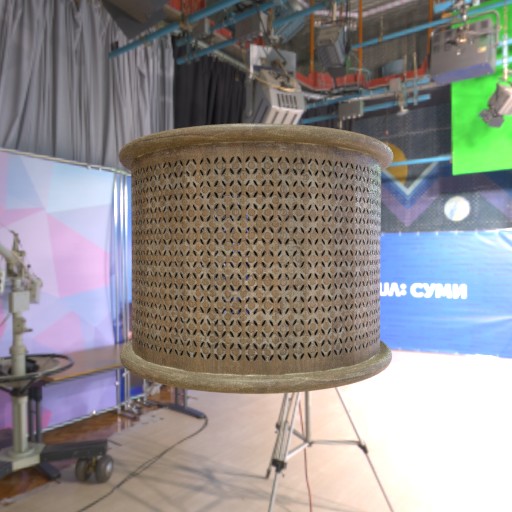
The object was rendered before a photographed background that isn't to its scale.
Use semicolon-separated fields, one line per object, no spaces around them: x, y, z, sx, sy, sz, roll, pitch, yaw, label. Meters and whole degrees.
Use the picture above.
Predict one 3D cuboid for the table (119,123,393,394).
0.000;0.000;1.030;0.607;0.450;0.607;0;1;0;table
